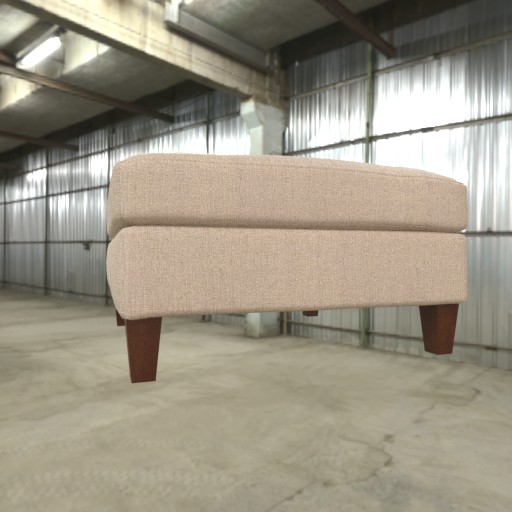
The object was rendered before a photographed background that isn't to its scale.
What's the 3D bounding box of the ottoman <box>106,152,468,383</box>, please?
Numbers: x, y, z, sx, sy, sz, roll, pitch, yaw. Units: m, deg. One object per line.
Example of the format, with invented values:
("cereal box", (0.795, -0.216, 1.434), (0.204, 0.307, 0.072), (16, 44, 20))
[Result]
("ottoman", (0.000, 0.000, 1.324), (0.838, 0.481, 0.838), (0, 0, -19))
